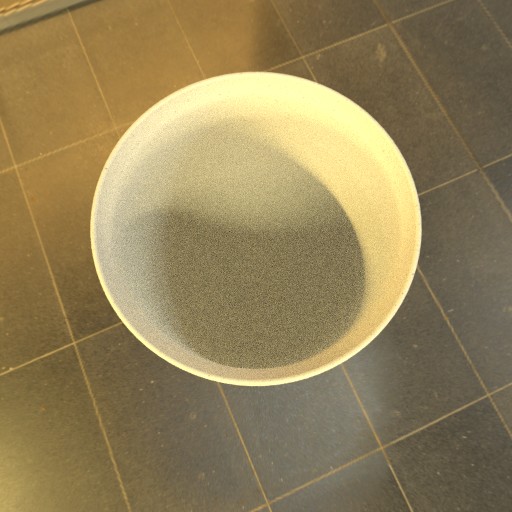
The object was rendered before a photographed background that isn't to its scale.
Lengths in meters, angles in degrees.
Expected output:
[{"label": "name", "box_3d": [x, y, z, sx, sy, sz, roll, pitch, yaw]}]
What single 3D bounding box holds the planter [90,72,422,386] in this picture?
[{"label": "planter", "box_3d": [0.000, 0.000, 0.486, 0.268, 0.270, 0.268, 0, 75, 0]}]
